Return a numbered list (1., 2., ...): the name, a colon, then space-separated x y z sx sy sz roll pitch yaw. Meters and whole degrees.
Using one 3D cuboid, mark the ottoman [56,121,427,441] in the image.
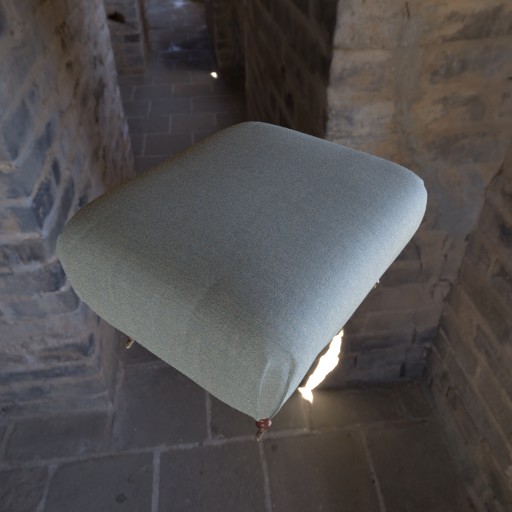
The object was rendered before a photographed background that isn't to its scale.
1. ottoman: 0.000 0.000 1.139 0.622 0.450 0.747 26 47 27
